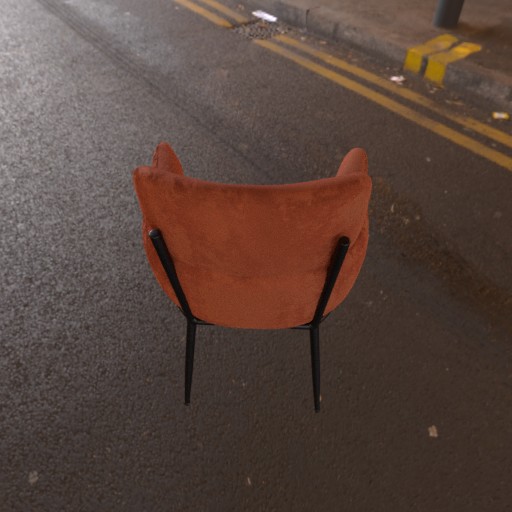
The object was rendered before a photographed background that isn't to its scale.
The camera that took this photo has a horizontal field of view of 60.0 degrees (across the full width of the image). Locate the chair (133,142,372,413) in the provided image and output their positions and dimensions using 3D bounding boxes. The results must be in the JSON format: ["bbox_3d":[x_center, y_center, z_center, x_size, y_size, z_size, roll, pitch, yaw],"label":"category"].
[{"bbox_3d":[0.000,0.000,1.125,0.561,0.772,0.523,2,46,2],"label":"chair"}]
